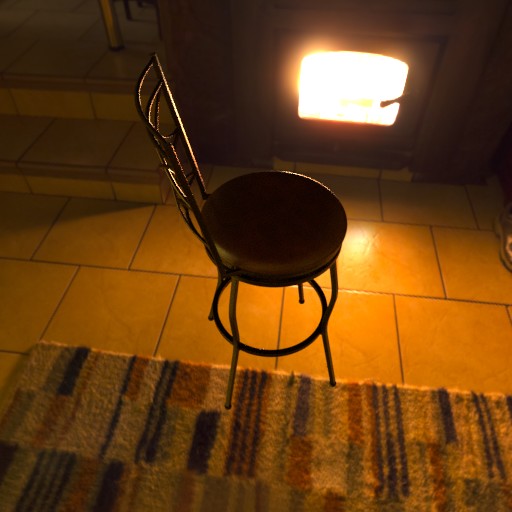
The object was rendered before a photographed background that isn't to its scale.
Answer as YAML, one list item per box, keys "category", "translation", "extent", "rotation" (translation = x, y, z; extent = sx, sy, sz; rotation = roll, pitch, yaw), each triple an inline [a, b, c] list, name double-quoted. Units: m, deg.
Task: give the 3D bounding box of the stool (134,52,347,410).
- category: "stool"
  translation: [0.000, 0.000, 1.387]
  extent: [0.534, 1.117, 0.434]
  rotation: [-9, 47, -9]
